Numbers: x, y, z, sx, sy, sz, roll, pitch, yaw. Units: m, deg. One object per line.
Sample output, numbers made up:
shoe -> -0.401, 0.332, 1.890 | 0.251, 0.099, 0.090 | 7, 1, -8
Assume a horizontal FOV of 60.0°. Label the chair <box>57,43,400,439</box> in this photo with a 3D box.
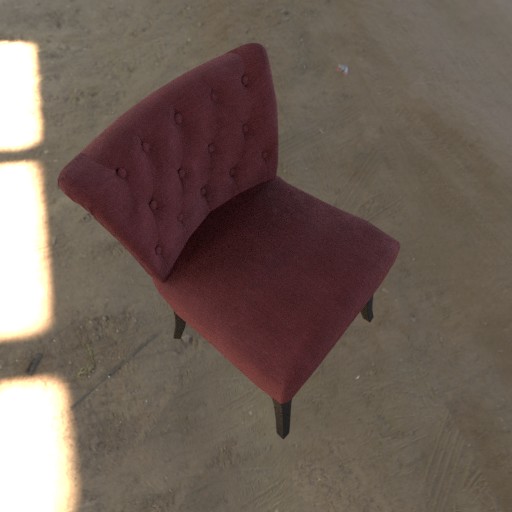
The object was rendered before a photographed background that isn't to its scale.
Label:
chair -> 0.000, 0.000, 1.153 | 0.605, 0.750, 0.582 | 34, 63, 20
